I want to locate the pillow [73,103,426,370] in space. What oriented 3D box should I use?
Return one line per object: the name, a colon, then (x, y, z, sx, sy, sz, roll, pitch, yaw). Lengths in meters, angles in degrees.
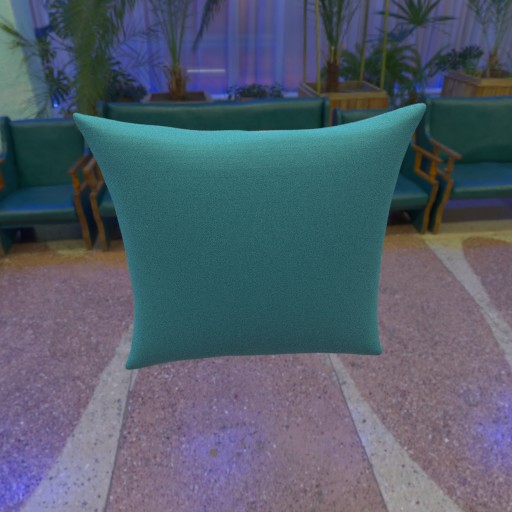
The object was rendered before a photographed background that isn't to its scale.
pillow: (0.000, 0.000, 0.760, 0.514, 0.497, 0.150, -2, 31, -4)
